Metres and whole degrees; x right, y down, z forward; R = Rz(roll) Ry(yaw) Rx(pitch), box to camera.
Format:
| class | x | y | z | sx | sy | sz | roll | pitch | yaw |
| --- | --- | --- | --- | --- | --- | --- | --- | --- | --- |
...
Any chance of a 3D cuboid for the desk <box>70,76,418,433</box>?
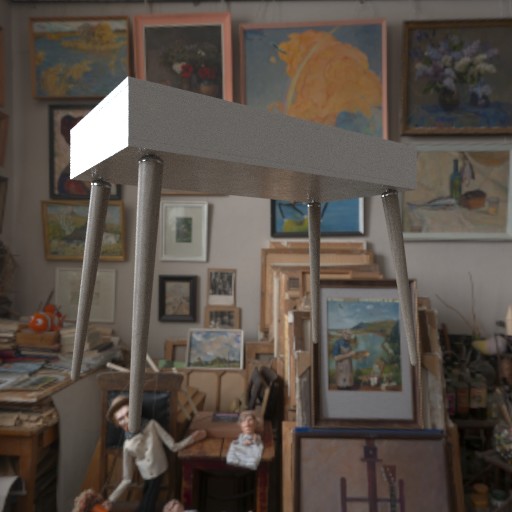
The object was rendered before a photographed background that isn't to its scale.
| class | x | y | z | sx | sy | sz | roll | pitch | yaw |
| --- | --- | --- | --- | --- | --- | --- | --- | --- | --- |
| desk | 0.000 | 0.000 | 1.372 | 0.979 | 0.723 | 0.491 | 0 | 0 | -36 |
